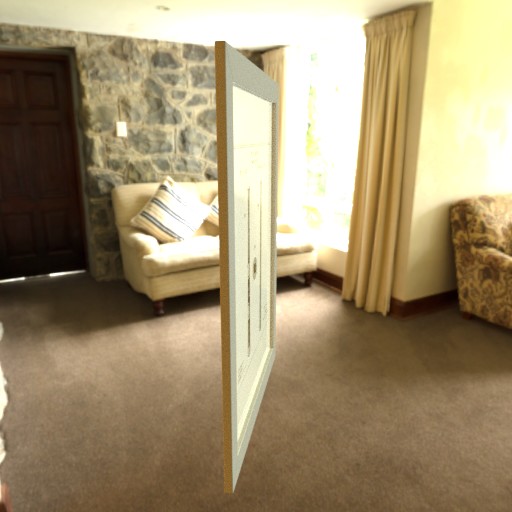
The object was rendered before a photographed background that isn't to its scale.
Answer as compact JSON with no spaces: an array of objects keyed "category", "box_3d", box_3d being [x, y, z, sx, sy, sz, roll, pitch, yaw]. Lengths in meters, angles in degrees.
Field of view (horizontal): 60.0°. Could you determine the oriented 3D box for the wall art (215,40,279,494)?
[{"category":"wall art","box_3d":[0.000,0.000,0.673,0.012,0.529,0.374,3,15,10]}]
